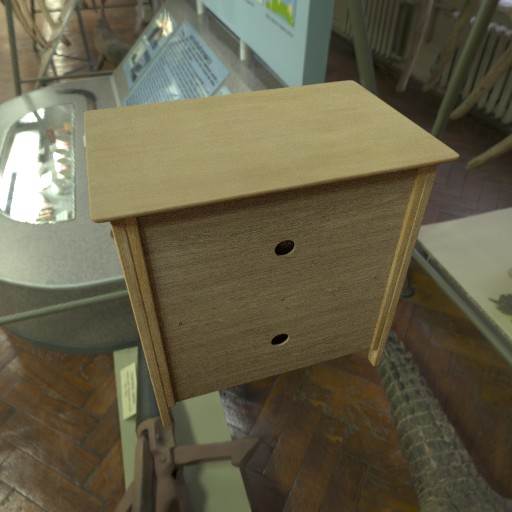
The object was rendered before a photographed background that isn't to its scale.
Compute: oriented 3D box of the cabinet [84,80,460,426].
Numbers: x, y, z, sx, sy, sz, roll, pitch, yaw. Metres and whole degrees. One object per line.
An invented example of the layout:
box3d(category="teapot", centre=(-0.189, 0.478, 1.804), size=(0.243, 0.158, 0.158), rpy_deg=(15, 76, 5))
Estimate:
box3d(category="cabinet", centre=(0.000, 0.000, 1.282), size=(0.763, 0.762, 0.503), rpy_deg=(-12, 42, -14))
